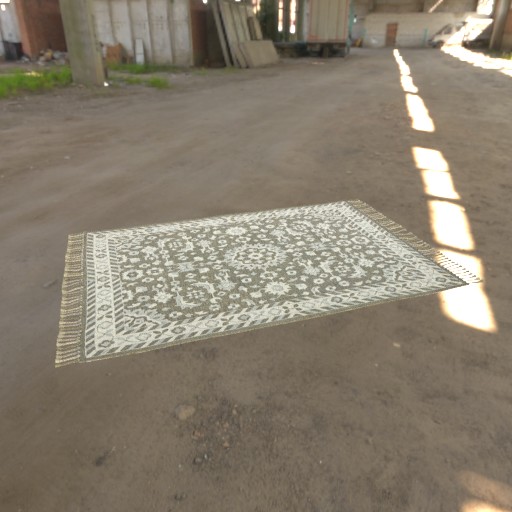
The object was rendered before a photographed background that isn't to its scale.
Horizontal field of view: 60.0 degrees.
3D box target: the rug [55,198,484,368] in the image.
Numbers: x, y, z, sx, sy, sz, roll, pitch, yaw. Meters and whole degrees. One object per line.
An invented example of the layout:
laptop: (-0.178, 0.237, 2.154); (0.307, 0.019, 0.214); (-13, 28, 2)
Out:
rug: (0.000, 0.000, 2.978); (2.431, 0.025, 1.530); (-9, 29, -16)
